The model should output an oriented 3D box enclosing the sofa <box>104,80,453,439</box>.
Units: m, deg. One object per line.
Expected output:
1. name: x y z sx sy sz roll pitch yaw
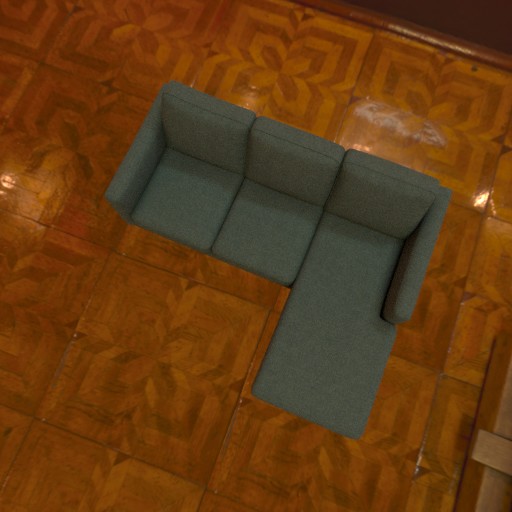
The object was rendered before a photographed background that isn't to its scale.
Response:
1. sofa: 0.000 0.000 2.944 2.055 0.957 1.667 22 77 5
